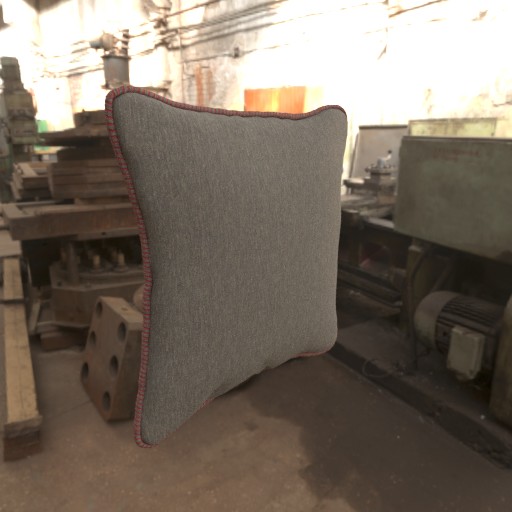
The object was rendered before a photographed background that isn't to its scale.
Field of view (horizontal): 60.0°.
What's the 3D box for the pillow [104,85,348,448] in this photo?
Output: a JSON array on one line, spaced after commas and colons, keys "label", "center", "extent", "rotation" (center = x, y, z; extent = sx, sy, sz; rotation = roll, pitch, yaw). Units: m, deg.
[{"label": "pillow", "center": [0.000, 0.000, 0.723], "extent": [0.482, 0.491, 0.124], "rotation": [-15, 21, -43]}]
